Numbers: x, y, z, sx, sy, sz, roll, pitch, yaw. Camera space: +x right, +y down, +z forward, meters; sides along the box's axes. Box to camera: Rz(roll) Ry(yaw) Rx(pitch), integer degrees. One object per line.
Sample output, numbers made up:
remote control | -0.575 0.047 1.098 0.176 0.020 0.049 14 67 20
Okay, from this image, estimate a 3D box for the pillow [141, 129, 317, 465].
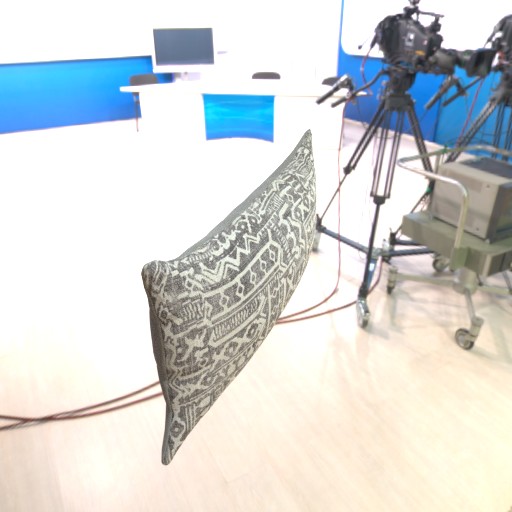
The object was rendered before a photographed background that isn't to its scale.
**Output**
pillow | 0.000 0.000 0.751 0.148 0.290 0.631 11 31 19
